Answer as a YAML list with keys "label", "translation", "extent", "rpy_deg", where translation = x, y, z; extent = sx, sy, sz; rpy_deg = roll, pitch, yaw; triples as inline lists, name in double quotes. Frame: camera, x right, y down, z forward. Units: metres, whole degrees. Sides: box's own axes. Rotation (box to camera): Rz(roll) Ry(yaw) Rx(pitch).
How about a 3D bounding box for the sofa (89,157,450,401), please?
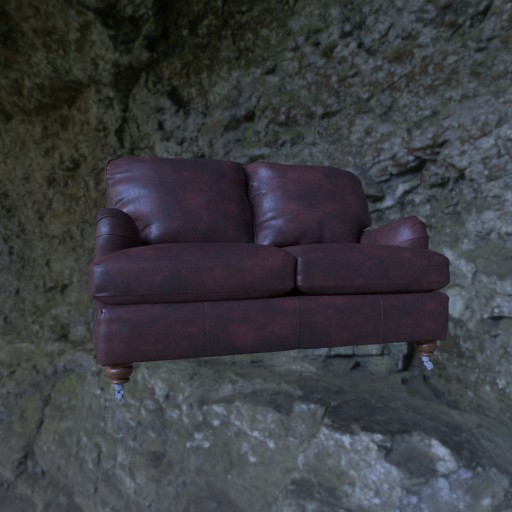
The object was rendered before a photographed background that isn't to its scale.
- label: "sofa"
  translation: [0.000, 0.000, 2.363]
  extent: [1.628, 1.070, 1.148]
  rpy_deg: [0, 1, -18]
